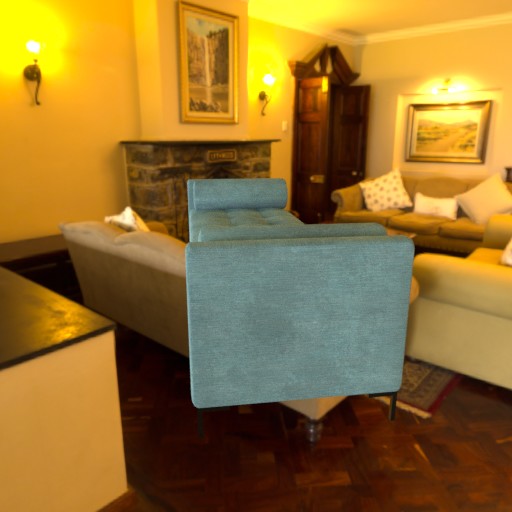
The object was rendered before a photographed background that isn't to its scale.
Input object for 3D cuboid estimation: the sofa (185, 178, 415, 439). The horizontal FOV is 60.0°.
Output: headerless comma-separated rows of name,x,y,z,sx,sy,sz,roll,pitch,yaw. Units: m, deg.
sofa,0.000,0.000,2.294,0.686,0.635,1.981,-2,15,-8
